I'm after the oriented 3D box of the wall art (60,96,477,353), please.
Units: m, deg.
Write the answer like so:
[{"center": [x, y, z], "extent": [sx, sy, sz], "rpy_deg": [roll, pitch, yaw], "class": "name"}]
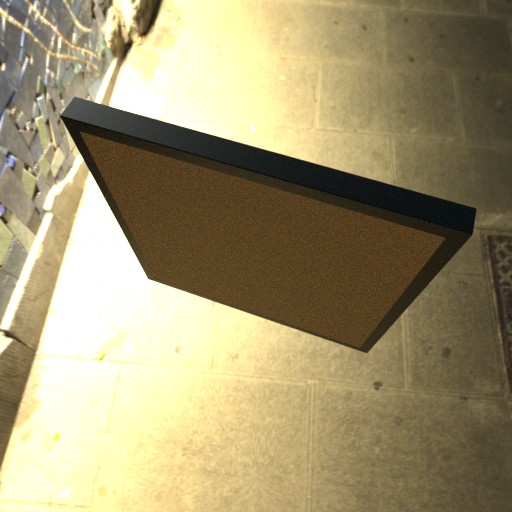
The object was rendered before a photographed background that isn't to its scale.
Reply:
[{"center": [0.000, 0.000, 0.748], "extent": [0.508, 0.508, 0.036], "rpy_deg": [18, 65, 9], "class": "wall art"}]
